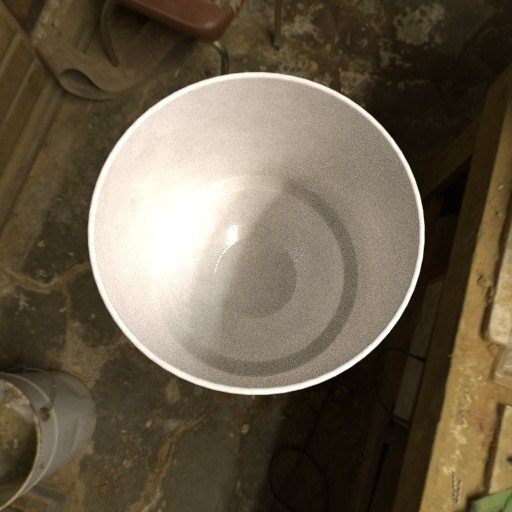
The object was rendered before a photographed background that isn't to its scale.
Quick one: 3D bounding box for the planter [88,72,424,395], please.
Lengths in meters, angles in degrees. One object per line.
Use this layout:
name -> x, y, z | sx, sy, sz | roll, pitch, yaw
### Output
planter -> 0.000, 0.000, 0.338 | 0.190, 0.181, 0.190 | 0, 77, 0
